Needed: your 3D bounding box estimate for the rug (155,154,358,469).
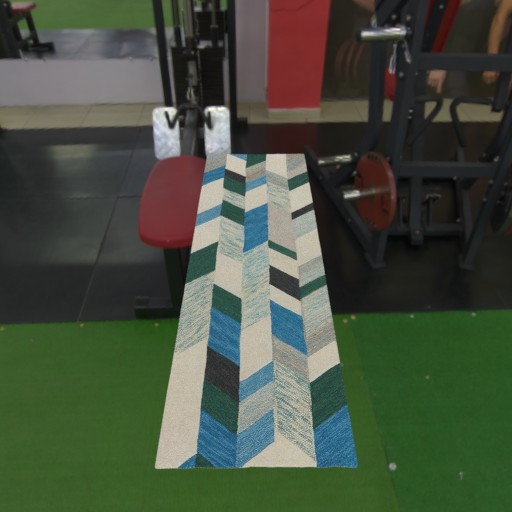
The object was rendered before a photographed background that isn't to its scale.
[{"bbox_3d":[0.000,0.000,2.594,0.774,0.008,2.437,0,41,0],"label":"rug"}]
